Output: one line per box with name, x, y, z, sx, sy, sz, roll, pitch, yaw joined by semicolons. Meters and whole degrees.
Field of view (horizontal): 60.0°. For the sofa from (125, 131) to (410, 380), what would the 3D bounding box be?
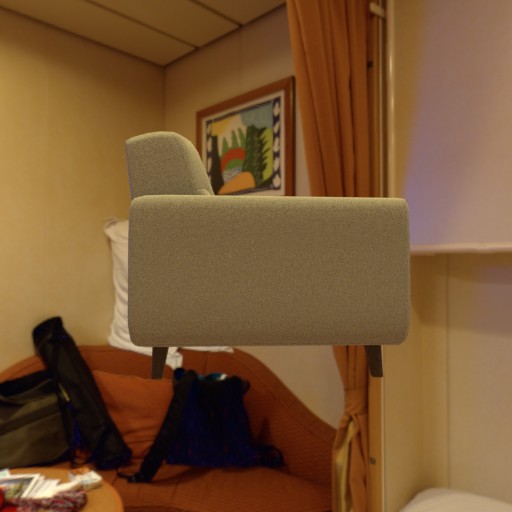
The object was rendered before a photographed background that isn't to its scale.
sofa;0.000;0.000;2.259;0.980;0.892;1.655;0;-1;-2
